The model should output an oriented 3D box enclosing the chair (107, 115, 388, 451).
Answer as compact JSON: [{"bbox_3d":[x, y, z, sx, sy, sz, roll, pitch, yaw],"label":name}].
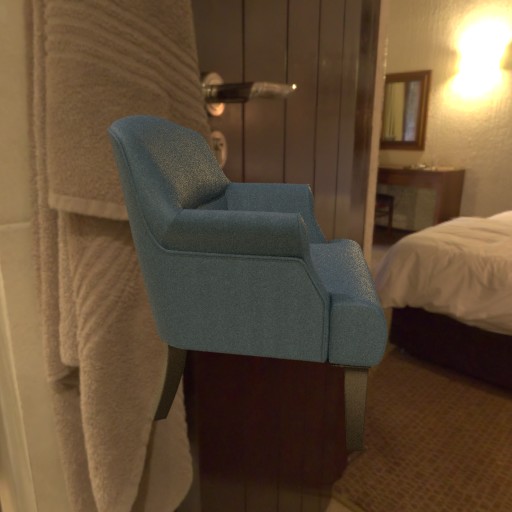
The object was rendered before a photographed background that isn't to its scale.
[{"bbox_3d":[0.000,0.000,1.444,0.754,0.878,0.770,2,15,8],"label":"chair"}]
